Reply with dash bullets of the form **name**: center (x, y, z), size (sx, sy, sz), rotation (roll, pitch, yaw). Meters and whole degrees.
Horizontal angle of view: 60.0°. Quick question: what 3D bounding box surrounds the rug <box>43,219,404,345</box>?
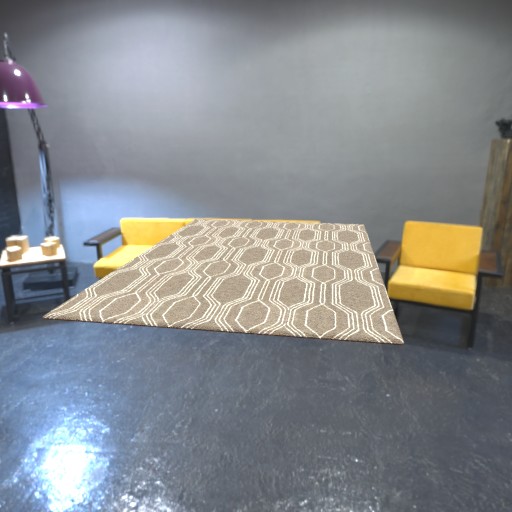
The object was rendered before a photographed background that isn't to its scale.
- **rug**: center (0.000, 0.000, 2.343), size (1.239, 0.012, 1.836), rotation (3, 16, 9)
